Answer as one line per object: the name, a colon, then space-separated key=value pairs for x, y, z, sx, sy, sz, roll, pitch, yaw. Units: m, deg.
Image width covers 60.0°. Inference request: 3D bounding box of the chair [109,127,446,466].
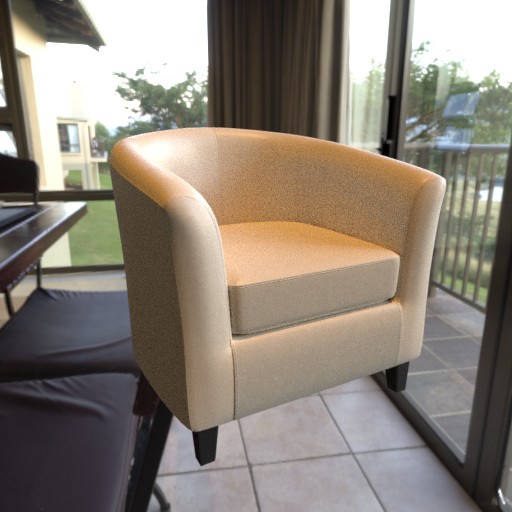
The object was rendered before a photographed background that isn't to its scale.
chair: x=0.000 y=0.000 z=1.350 sx=0.792 sy=0.756 sz=0.727 roll=-8 pitch=18 yaw=-28
